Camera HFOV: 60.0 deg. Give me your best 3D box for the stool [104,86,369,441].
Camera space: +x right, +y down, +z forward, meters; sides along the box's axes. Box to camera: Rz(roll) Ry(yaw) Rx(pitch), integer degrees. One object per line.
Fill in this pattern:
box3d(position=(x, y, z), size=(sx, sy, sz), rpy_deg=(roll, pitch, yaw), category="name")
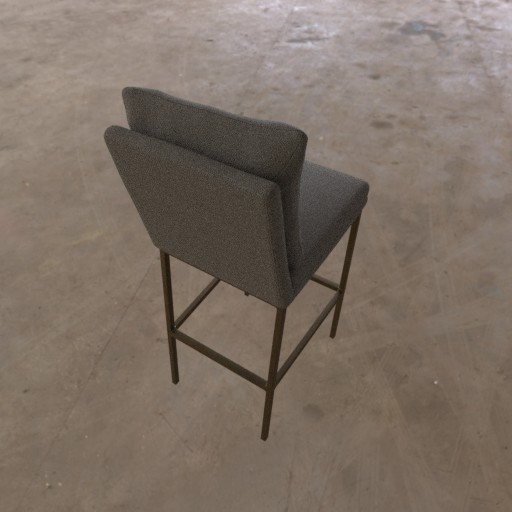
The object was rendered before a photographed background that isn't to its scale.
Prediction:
box3d(position=(0.000, 0.000, 1.375), size=(0.463, 1.132, 0.569), rpy_deg=(24, 49, 23), category="stool")
